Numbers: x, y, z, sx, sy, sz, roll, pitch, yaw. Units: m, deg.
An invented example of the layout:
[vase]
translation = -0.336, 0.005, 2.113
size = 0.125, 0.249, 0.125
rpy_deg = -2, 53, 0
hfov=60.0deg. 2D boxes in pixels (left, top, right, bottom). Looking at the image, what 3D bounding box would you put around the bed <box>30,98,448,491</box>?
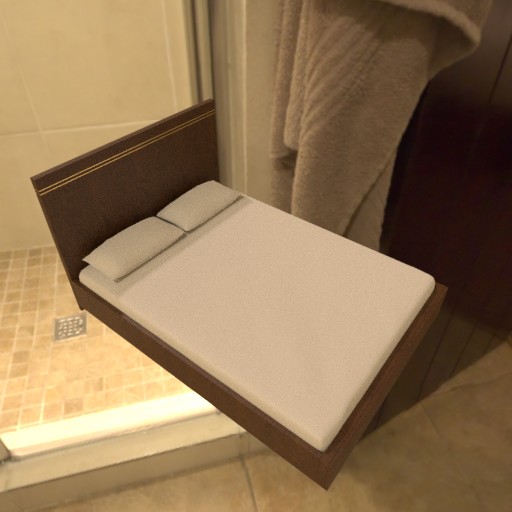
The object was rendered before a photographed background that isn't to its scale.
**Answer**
[bed]
translation = 0.000, 0.000, 3.030
size = 2.221, 1.169, 1.613
rpy_deg = 27, 47, 28
